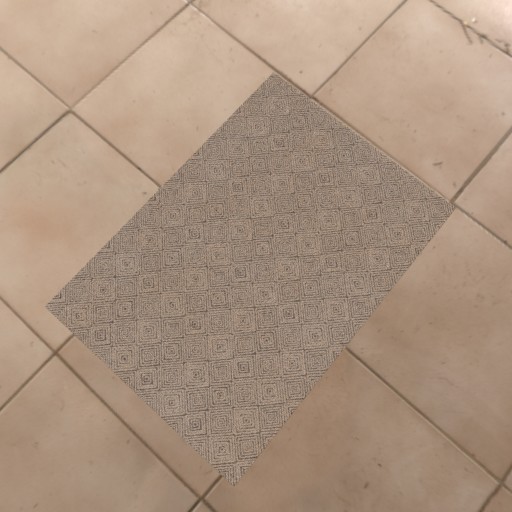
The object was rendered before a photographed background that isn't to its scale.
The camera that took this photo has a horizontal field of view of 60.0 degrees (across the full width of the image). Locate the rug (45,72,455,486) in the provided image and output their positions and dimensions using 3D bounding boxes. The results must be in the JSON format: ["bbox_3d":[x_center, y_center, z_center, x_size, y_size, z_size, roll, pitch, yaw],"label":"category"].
[{"bbox_3d":[0.000,0.000,2.878,1.593,0.008,2.238,40,79,9],"label":"rug"}]
